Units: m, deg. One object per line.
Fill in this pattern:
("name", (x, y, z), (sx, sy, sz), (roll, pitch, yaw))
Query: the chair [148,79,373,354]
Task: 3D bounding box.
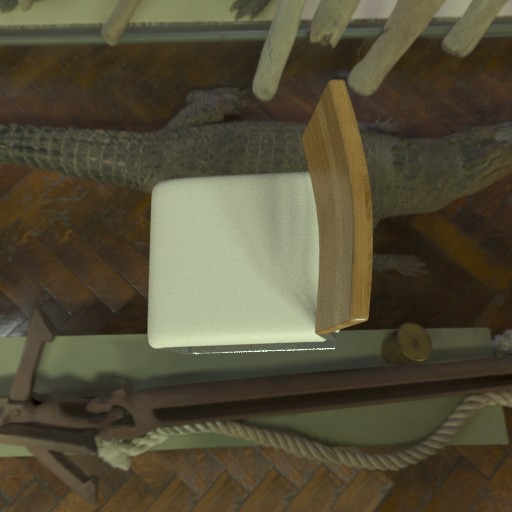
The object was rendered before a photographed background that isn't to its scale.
("chair", (0.000, 0.000, 1.193), (0.585, 0.844, 0.467), (-2, 75, -1))
